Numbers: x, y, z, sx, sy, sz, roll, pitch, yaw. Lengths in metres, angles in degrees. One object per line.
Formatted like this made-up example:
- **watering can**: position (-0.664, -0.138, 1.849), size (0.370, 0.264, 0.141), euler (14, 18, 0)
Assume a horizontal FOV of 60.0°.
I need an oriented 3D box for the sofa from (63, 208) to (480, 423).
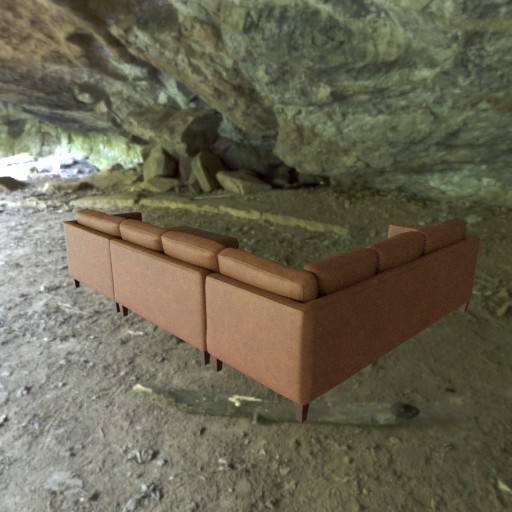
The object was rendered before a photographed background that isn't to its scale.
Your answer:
- **sofa**: position (0.000, 0.000, 4.548), size (2.593, 0.923, 3.460), euler (-15, 22, -42)
